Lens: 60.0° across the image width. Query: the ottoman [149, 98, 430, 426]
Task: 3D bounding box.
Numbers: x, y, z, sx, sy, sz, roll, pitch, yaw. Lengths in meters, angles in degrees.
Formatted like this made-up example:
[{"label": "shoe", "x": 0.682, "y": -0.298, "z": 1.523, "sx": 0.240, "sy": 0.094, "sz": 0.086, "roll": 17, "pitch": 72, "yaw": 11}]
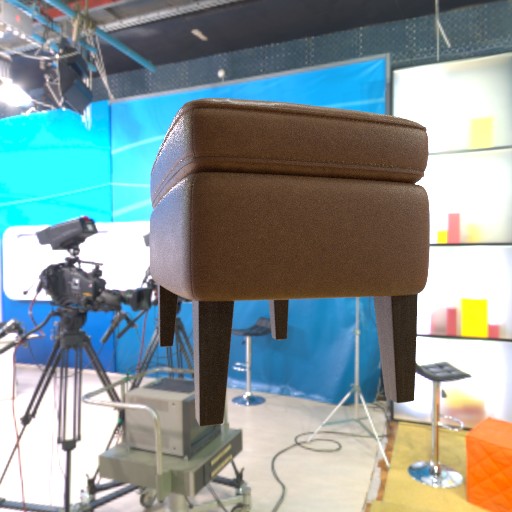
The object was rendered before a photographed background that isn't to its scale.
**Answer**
[{"label": "ottoman", "x": 0.000, "y": 0.000, "z": 0.950, "sx": 0.420, "sy": 0.480, "sz": 0.670, "roll": 0, "pitch": 0, "yaw": -18}]
